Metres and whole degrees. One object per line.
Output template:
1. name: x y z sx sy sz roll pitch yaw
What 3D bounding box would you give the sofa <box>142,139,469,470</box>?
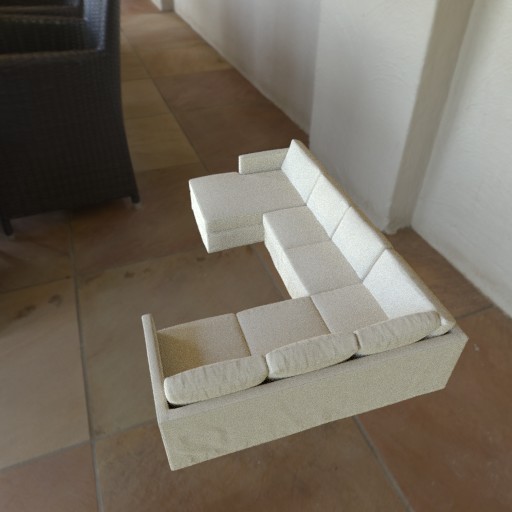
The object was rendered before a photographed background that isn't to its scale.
1. sofa: 0.000 0.000 4.585 2.448 0.882 3.464 -12 42 -14
